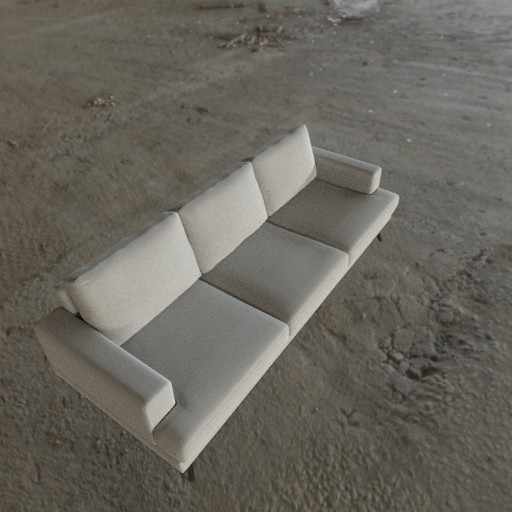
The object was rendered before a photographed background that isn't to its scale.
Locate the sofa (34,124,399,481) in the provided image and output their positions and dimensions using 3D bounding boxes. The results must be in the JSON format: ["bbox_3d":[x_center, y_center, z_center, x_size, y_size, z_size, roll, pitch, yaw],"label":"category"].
[{"bbox_3d":[0.000,0.000,2.652,0.920,0.810,2.310,25,46,26],"label":"sofa"}]
